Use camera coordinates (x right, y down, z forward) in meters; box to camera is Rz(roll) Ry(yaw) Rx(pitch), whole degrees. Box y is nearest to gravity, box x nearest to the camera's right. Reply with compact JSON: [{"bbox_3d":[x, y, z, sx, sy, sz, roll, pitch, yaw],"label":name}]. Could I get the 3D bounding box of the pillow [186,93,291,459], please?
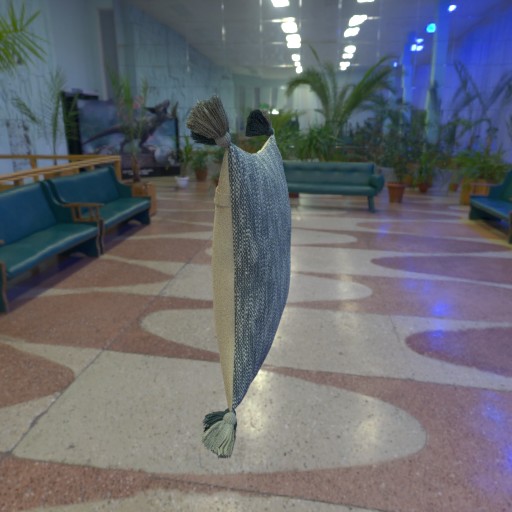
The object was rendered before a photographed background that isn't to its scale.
[{"bbox_3d":[0.000,0.000,0.955,0.138,0.634,0.614,3,17,10],"label":"pillow"}]
